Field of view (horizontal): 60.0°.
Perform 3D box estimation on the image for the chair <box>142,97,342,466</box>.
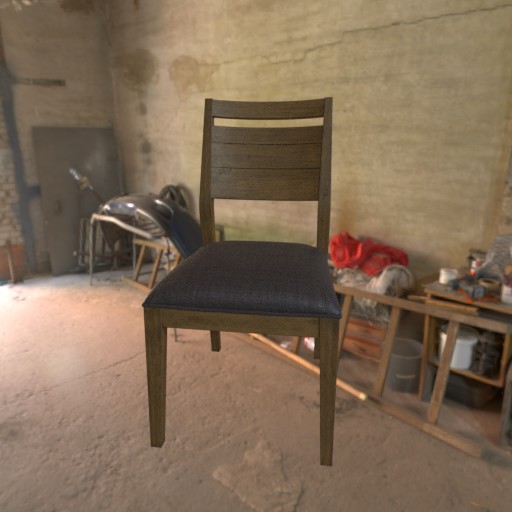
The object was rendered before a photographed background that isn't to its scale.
[{"bbox_3d":[0.000,0.000,1.344,0.501,0.939,0.610,2,16,8],"label":"chair"}]
